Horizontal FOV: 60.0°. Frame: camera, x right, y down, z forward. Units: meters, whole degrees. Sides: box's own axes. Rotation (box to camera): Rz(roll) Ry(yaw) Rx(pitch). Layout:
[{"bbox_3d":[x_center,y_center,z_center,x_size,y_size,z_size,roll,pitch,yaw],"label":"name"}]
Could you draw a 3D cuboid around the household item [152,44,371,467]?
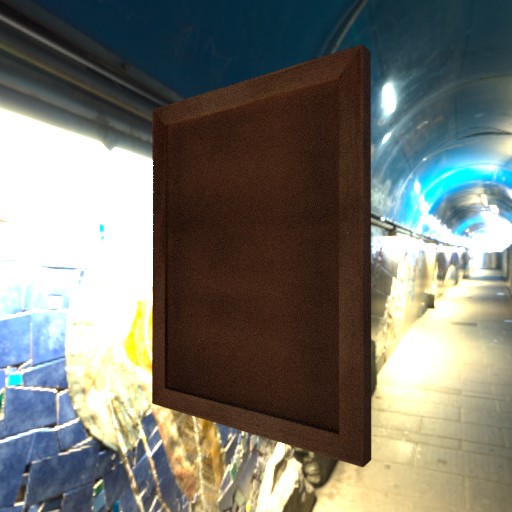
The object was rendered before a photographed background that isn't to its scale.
[{"bbox_3d":[0.000,0.000,0.545,0.310,0.407,0.067,0,0,37],"label":"household item"}]
